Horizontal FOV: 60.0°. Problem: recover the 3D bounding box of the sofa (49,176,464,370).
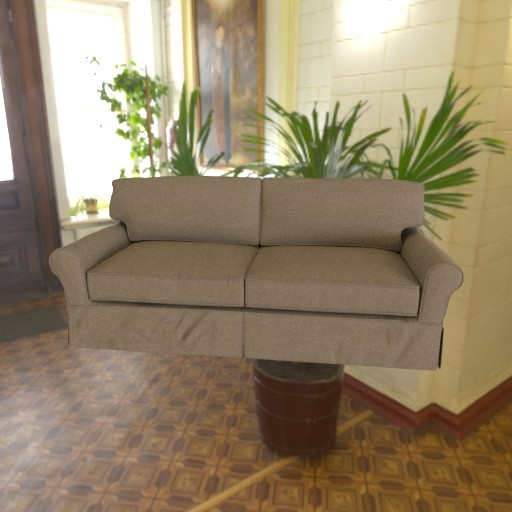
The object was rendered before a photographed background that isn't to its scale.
[{"bbox_3d":[0.000,0.000,2.811,2.248,0.943,0.991,2,16,7],"label":"sofa"}]
